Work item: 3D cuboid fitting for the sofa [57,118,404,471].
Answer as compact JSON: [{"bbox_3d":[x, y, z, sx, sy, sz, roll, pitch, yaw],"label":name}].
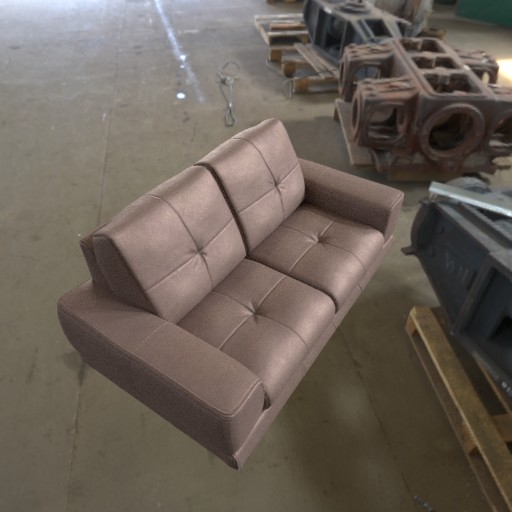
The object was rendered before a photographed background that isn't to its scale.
[{"bbox_3d":[0.000,0.000,2.370,1.018,0.907,1.806,24,47,25],"label":"sofa"}]
